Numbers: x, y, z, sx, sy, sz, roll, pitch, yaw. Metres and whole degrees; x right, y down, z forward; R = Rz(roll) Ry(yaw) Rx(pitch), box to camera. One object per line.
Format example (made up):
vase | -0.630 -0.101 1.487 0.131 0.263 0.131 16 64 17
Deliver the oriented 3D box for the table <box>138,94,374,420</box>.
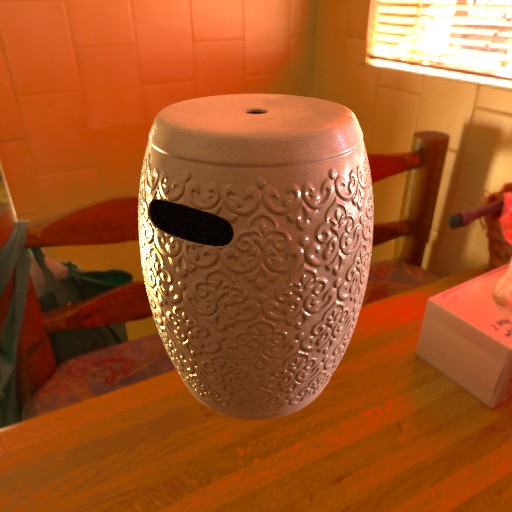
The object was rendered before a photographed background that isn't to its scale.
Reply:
table | 0.000 0.000 0.620 0.309 0.397 0.309 0 30 0
